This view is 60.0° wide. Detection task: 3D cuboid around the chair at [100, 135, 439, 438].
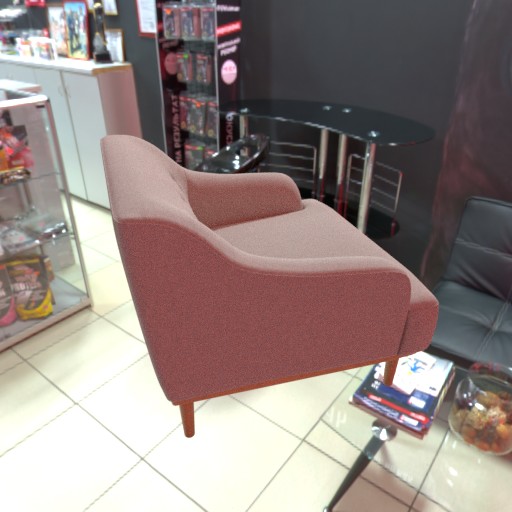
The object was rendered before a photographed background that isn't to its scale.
[{"bbox_3d":[0.000,0.000,1.635,0.951,0.818,0.946,-10,31,-17],"label":"chair"}]
